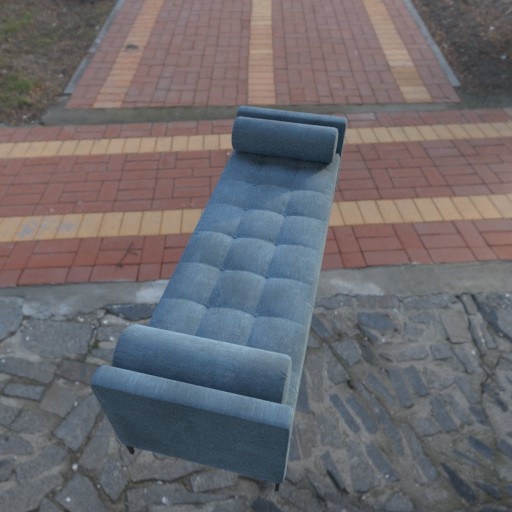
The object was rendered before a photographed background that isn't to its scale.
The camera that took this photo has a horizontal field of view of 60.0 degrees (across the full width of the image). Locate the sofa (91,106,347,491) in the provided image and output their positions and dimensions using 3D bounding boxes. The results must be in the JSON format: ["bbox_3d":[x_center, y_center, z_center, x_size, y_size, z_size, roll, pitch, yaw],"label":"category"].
[{"bbox_3d":[0.000,0.000,2.297,0.686,0.635,1.981,10,47,9],"label":"sofa"}]
